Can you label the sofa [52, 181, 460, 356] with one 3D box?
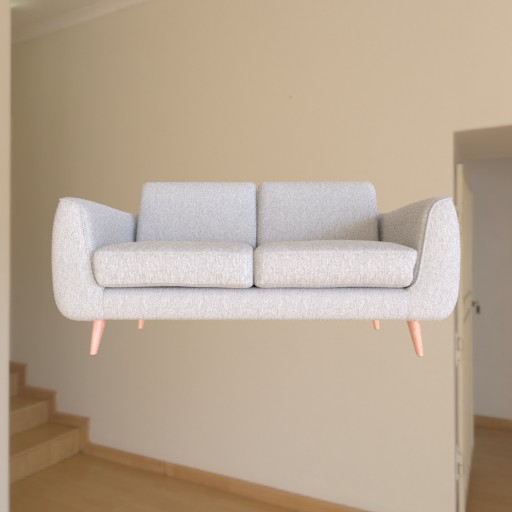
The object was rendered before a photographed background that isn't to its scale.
[{"bbox_3d":[0.000,0.000,2.231,1.700,0.850,0.920,0,-1,1],"label":"sofa"}]
